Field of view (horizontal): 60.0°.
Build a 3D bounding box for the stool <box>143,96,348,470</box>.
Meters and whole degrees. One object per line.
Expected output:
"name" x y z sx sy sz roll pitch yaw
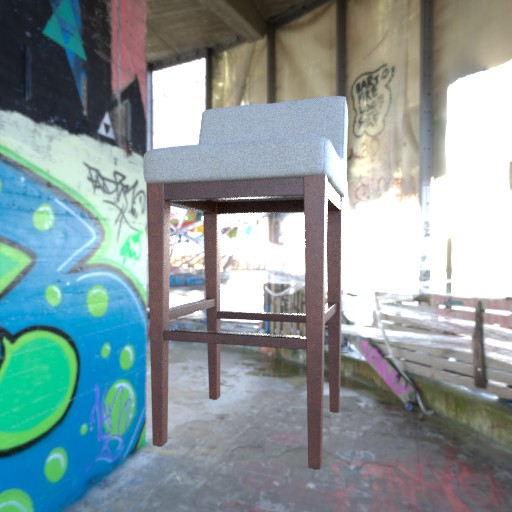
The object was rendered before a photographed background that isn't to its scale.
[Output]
"stool" 0.000 0.000 1.349 0.511 1.037 0.500 0 1 17
